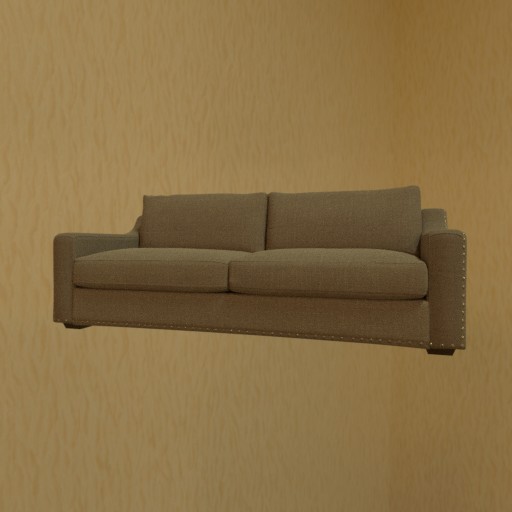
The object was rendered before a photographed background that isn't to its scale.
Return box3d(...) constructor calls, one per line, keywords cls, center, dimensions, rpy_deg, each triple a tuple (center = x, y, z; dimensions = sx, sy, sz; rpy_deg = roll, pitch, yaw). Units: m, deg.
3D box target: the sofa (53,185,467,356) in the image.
box3d(cls="sofa", center=(0.000, 0.000, 2.681), dimensions=(2.208, 0.857, 1.000), rpy_deg=(1, 2, 18))
